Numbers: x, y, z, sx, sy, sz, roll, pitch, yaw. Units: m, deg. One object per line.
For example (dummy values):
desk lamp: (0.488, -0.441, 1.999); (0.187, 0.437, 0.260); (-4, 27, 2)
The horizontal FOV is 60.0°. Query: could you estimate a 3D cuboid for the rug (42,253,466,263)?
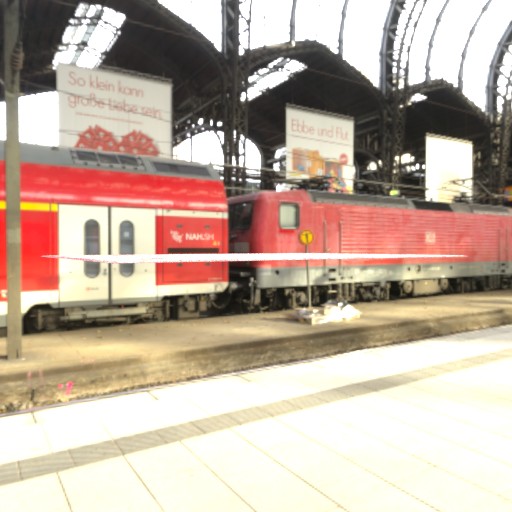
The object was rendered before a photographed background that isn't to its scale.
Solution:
rug: (0.000, 0.000, 2.277); (1.829, 0.006, 1.219); (-1, 1, -34)
